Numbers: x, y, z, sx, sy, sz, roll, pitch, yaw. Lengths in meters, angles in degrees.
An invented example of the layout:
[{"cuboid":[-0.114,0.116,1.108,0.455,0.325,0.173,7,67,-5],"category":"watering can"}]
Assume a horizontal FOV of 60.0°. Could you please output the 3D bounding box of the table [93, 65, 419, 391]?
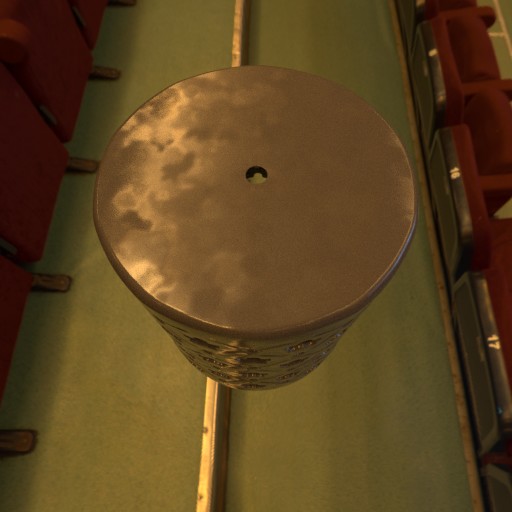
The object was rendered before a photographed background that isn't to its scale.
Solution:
[{"cuboid":[0.000,0.000,0.643,0.352,0.387,0.352,0,63,0],"category":"table"}]
